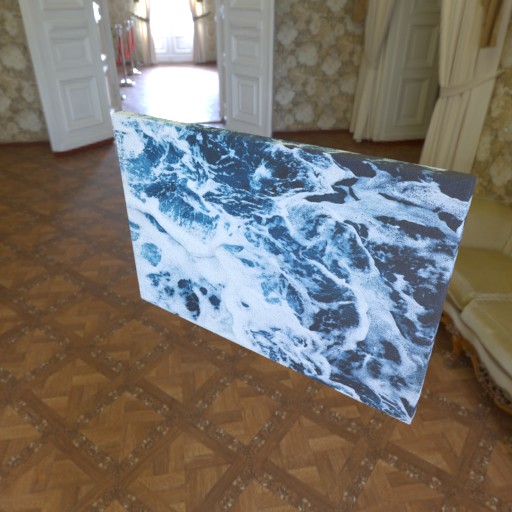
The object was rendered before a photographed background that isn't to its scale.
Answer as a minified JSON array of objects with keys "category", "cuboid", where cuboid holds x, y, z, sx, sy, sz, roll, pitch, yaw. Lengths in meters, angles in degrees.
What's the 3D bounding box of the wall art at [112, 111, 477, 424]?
[{"category":"wall art","cuboid":[0.000,0.000,1.137,0.915,0.610,0.042,19,35,29]}]
